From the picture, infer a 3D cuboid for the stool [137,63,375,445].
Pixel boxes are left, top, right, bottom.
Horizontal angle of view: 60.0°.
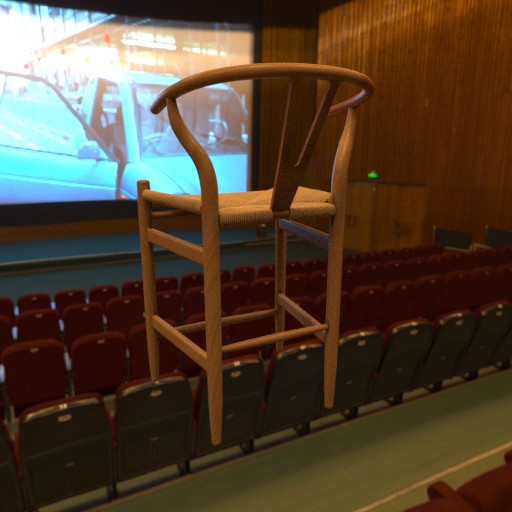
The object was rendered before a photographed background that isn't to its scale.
[{"bbox_3d":[0.000,0.000,1.247,0.536,0.923,0.575,-7,16,-27],"label":"stool"}]
